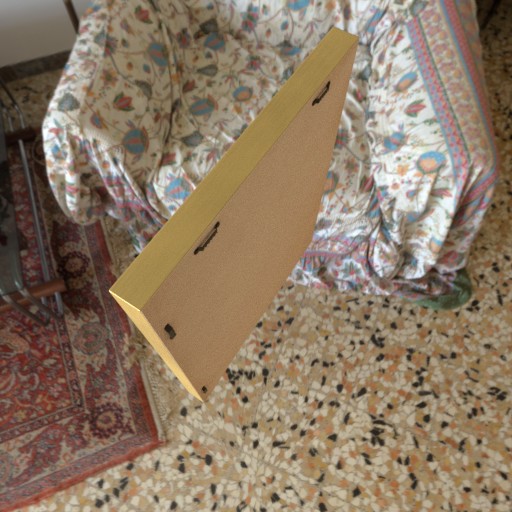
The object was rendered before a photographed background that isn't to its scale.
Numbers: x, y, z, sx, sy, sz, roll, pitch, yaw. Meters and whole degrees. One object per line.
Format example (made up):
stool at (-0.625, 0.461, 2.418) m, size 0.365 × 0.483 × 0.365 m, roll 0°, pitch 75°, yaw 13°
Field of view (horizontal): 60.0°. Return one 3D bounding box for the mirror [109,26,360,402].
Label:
mirror at (0.000, 0.000, 0.678) m, size 0.041 × 0.508 × 0.405 m, roll 30°, pitch 67°, yaw 14°
